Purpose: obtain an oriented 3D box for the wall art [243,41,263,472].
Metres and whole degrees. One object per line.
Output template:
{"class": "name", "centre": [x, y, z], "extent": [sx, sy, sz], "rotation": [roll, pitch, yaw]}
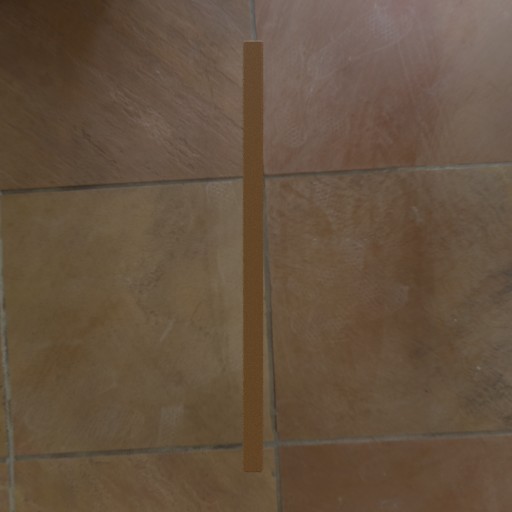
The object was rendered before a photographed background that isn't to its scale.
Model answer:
{"class": "wall art", "centre": [0.000, 0.000, 0.735], "extent": [0.021, 0.550, 0.449], "rotation": [0, 90, 1]}
